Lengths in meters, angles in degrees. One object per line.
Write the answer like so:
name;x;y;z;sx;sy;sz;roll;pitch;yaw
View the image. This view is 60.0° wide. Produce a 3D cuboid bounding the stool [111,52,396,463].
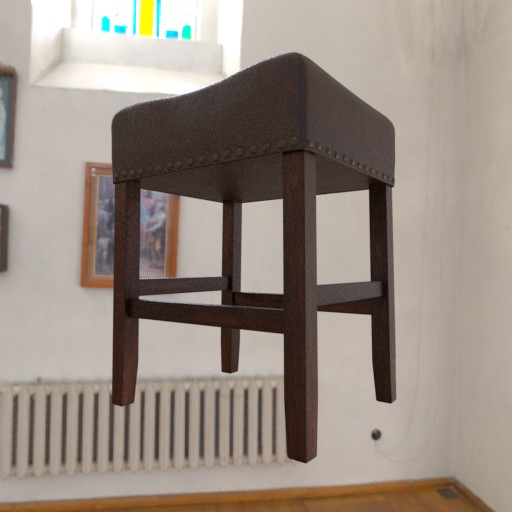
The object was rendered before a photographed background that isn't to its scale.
stool;0.000;0.000;0.928;0.465;0.608;0.397;-1;-2;36
